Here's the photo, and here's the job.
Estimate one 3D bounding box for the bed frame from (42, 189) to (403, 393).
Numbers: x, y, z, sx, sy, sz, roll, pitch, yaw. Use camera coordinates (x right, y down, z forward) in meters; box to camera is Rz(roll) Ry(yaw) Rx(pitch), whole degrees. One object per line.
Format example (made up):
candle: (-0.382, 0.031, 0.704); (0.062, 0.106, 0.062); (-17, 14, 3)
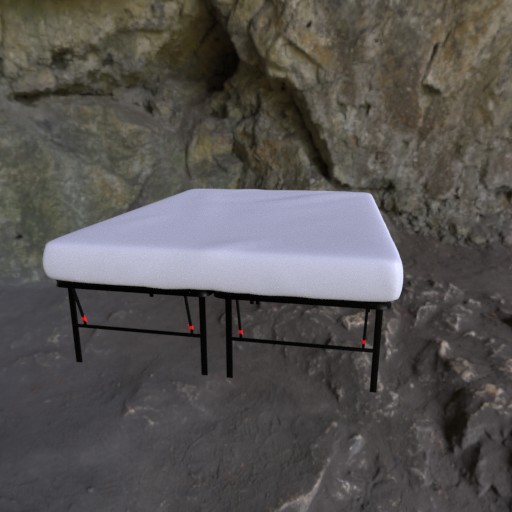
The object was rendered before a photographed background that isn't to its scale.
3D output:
bed frame: (0.000, 0.000, 2.894); (1.584, 0.667, 2.151); (3, 16, 10)
